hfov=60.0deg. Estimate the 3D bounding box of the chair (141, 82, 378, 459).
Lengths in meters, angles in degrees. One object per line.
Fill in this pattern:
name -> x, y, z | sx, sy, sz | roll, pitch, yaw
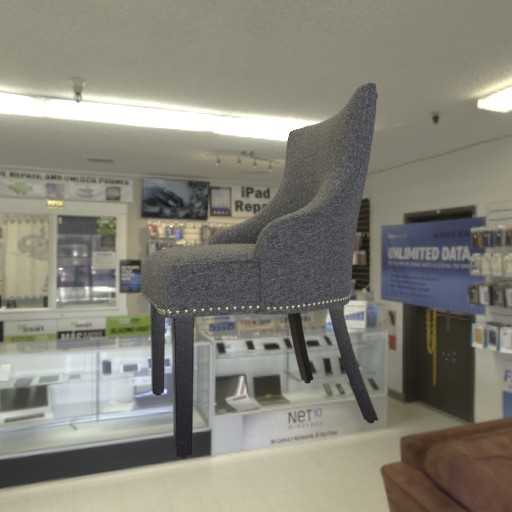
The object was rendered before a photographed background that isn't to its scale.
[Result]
chair -> 0.000, 0.000, 1.308 | 0.629, 0.909, 0.566 | 0, 0, -19
